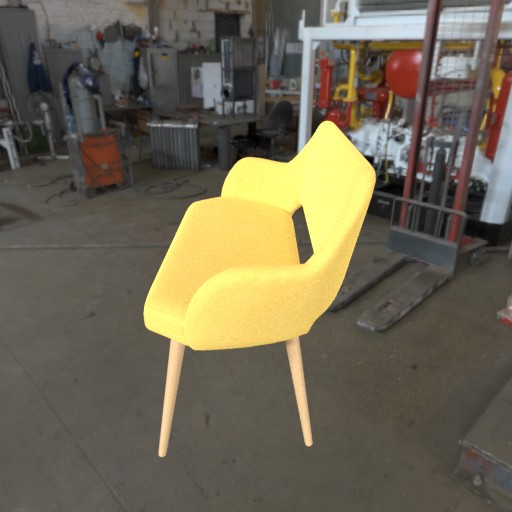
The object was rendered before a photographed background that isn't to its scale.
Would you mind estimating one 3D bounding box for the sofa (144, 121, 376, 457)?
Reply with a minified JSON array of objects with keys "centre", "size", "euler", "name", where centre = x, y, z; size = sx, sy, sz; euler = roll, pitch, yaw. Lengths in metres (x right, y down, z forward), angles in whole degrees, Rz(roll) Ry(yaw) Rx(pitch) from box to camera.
[{"centre":[0.000,0.000,1.600],"size":[0.610,0.840,1.150],"euler":[0,26,1],"name":"sofa"}]
